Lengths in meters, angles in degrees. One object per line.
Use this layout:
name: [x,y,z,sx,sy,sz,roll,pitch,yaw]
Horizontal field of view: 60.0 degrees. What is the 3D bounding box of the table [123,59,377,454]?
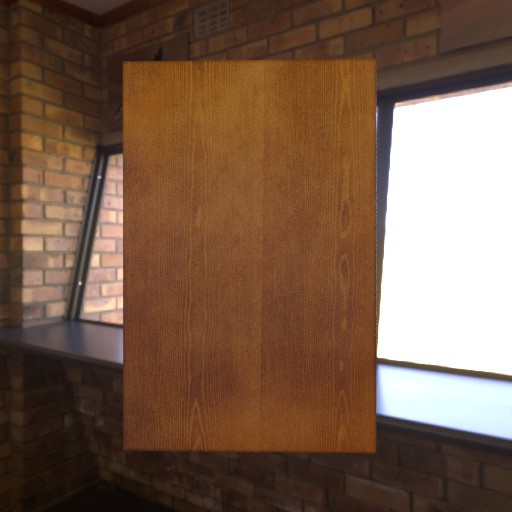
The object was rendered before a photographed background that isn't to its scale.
table: [0.000,0.000,0.958,0.400,0.605,0.550,0,0,1]
